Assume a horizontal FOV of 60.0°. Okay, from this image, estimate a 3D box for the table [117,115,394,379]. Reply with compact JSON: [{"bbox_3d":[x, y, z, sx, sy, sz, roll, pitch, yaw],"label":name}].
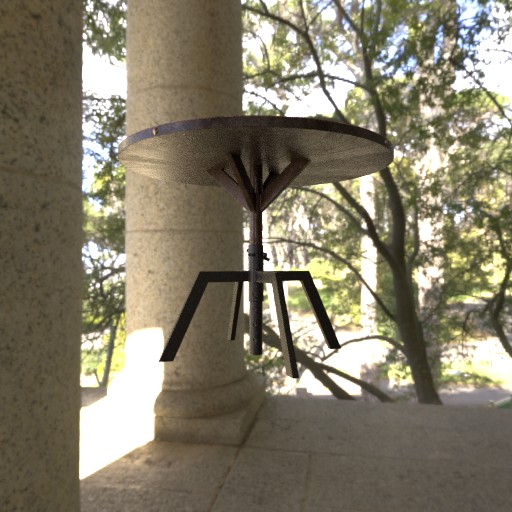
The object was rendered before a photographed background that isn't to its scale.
[{"bbox_3d":[0.000,0.000,1.484,0.885,0.658,0.885,0,-1,0],"label":"table"}]
